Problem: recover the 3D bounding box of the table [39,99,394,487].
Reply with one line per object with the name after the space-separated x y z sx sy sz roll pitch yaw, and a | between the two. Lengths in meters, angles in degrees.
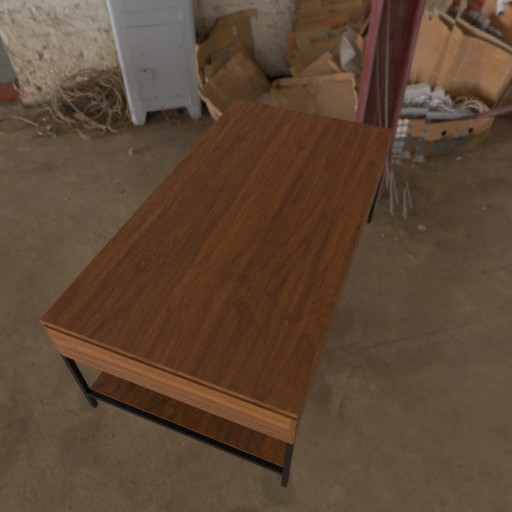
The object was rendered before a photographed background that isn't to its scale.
0.000 0.000 1.357 0.574 0.414 1.057 16 48 15 | table
